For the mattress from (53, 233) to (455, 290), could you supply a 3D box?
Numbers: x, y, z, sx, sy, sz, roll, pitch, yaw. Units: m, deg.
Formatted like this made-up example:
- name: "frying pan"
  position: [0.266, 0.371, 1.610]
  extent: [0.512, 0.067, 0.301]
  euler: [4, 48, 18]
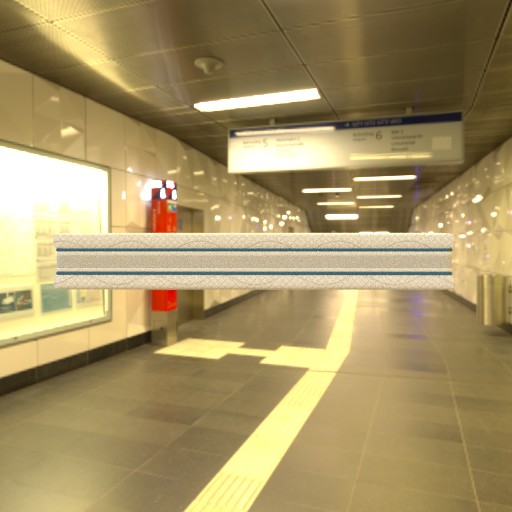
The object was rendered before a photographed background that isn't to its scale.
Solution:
- name: "mattress"
  position: [0.000, 0.000, 2.757]
  extent: [1.600, 0.230, 2.000]
  euler: [0, 1, 1]
